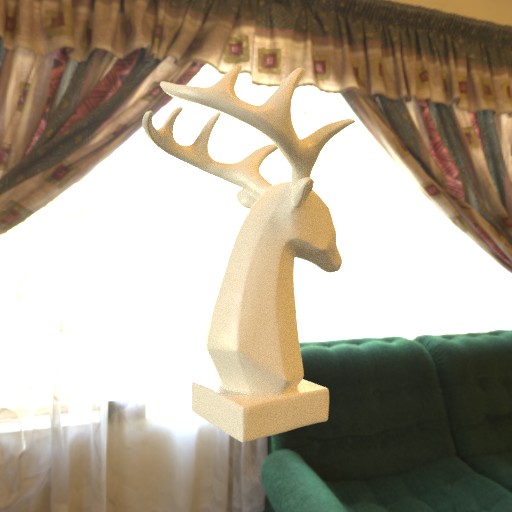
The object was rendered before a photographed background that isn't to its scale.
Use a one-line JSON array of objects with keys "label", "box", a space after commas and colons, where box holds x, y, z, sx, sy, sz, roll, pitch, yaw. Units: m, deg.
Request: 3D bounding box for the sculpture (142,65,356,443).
[{"label": "sculpture", "box": [0.000, 0.000, 0.455, 0.224, 0.329, 0.174, 1, -1, -34]}]
